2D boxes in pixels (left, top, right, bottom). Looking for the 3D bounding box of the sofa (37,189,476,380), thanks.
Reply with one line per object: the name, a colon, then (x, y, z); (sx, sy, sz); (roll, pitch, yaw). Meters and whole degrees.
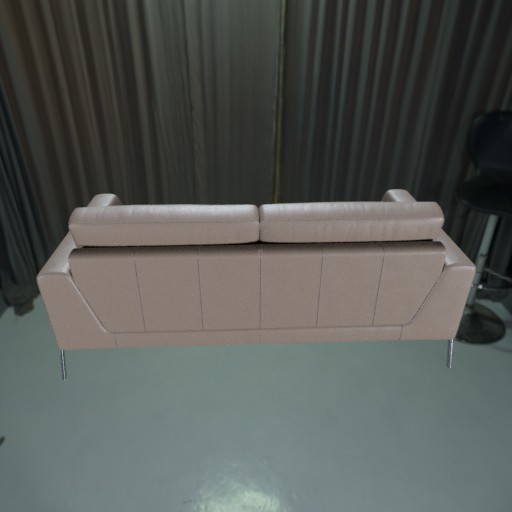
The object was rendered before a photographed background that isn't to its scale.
sofa: (0.000, 0.000, 2.482); (2.017, 0.875, 0.953); (-1, 30, -2)
